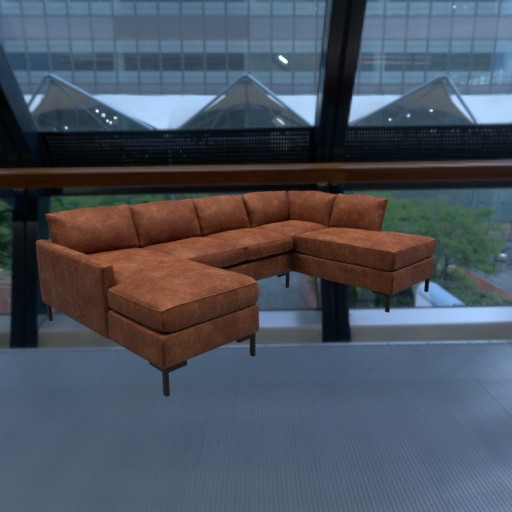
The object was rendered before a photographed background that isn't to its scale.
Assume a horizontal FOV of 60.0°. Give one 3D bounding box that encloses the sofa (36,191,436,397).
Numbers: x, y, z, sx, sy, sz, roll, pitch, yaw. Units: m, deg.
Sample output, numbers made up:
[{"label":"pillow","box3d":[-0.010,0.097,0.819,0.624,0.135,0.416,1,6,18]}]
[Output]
[{"label":"sofa","box3d":[0.000,0.000,3.839,1.939,0.900,2.956,13,18,43]}]
